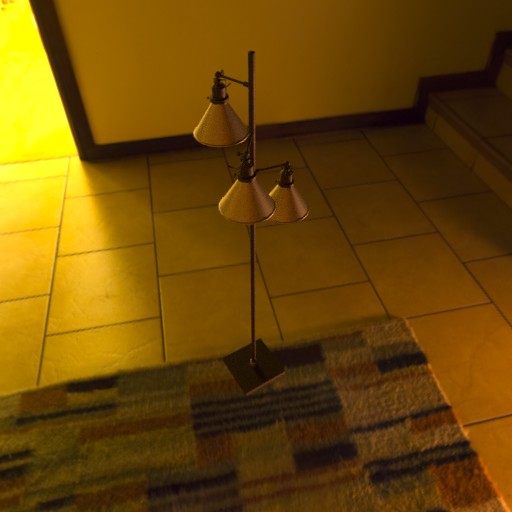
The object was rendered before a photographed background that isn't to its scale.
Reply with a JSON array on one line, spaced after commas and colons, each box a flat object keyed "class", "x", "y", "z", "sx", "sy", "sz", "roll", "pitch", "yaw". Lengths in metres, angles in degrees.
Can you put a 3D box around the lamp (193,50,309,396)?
[{"class": "lamp", "x": 0.000, "y": 0.000, "z": 1.903, "sx": 0.415, "sy": 1.716, "sz": 0.428, "roll": -24, "pitch": 50, "yaw": -22}]
